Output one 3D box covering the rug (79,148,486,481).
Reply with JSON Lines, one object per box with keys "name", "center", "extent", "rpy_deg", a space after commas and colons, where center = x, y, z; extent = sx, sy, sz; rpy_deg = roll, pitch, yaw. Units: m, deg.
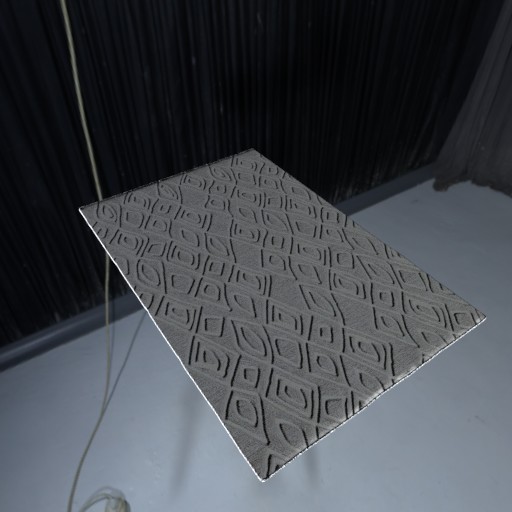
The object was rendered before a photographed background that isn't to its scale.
{"name": "rug", "center": [0.000, 0.000, 2.254], "extent": [1.224, 0.016, 1.832], "rpy_deg": [-25, 48, -25]}
